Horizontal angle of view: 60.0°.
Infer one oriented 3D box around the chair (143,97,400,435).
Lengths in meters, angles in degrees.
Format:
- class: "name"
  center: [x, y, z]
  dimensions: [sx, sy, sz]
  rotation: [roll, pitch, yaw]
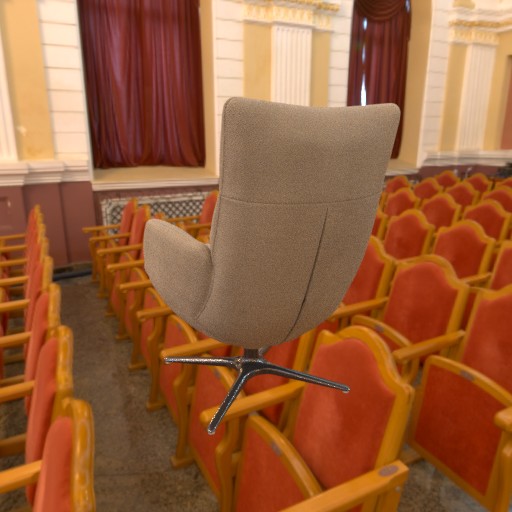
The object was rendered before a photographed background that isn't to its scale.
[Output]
- class: "chair"
  center: [0.000, 0.000, 1.604]
  dimensions: [0.711, 1.016, 0.889]
  rotation: [-7, 17, -26]
